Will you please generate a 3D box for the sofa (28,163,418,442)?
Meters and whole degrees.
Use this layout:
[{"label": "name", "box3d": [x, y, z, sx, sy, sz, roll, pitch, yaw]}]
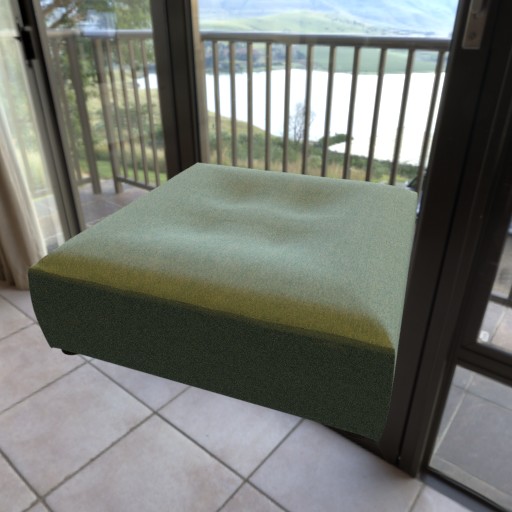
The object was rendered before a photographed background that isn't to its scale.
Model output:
[{"label": "sofa", "box3d": [0.000, 0.000, 1.423, 0.930, 0.330, 0.930, 10, 30, 18]}]
